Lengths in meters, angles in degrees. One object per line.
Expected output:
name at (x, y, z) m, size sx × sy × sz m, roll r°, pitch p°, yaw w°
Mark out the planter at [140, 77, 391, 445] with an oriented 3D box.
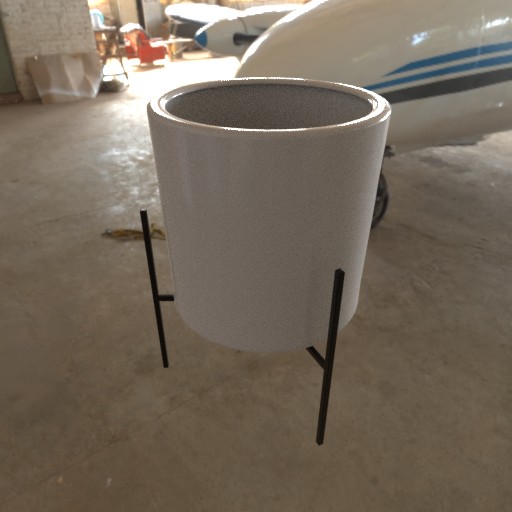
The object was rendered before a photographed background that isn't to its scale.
planter at (0.000, 0.000, 0.629) m, size 0.308 × 0.431 × 0.307 m, roll -1°, pitch 32°, yaw -1°
